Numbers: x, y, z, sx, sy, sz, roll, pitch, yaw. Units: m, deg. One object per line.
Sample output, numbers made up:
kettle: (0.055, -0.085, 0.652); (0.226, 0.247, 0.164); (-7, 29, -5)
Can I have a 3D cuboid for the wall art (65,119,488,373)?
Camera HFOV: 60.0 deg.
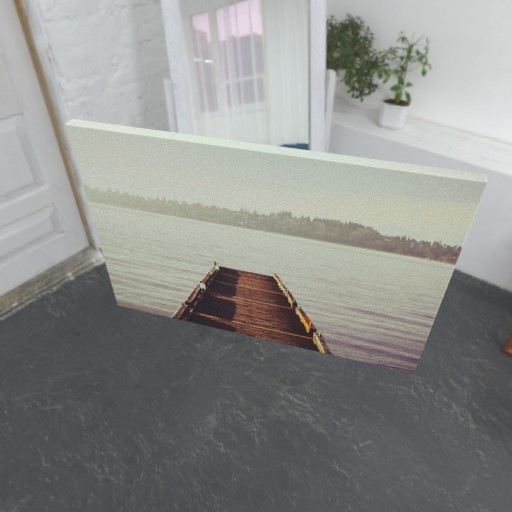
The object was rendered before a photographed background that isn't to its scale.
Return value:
wall art: (0.000, 0.000, 1.427); (1.149, 0.765, 0.040); (11, 41, 12)
